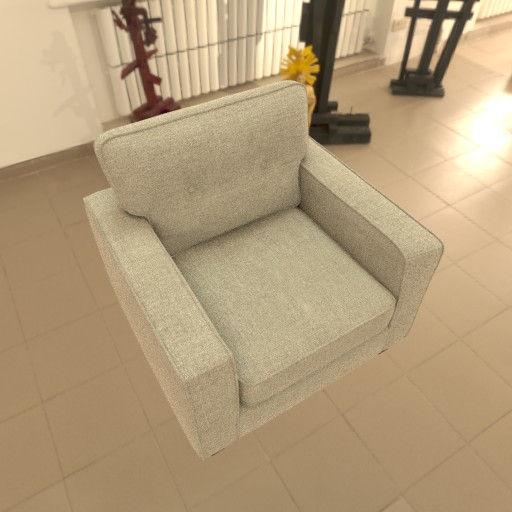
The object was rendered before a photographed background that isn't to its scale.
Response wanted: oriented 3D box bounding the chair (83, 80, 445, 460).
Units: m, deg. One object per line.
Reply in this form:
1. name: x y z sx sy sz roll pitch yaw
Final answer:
1. chair: 0.000 0.000 1.709 1.015 0.965 0.939 -24 51 -21
